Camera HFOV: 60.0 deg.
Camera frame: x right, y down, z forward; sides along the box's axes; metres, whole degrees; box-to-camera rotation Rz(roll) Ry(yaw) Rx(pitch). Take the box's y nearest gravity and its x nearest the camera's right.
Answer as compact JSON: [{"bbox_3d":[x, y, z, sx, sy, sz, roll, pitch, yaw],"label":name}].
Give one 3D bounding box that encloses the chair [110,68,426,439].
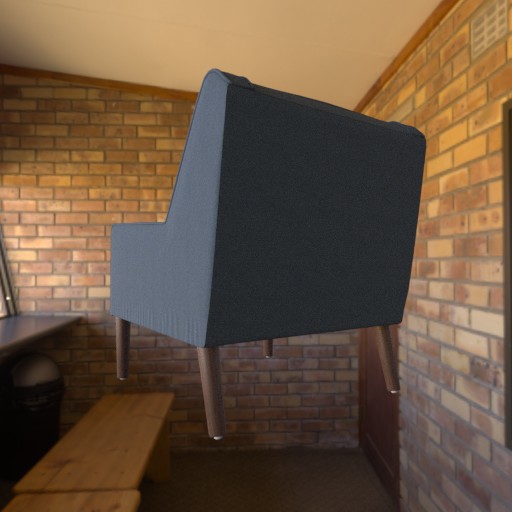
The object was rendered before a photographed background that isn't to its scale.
[{"bbox_3d":[0.000,0.000,1.326,0.663,0.780,0.733,1,-1,-35],"label":"chair"}]
